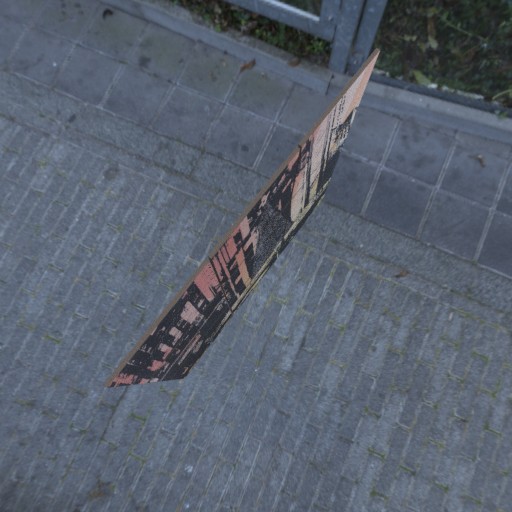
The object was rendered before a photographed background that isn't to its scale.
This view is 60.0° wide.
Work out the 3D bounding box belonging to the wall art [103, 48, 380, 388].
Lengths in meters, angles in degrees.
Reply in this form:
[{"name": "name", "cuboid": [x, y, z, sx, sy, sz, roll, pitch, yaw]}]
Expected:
[{"name": "wall art", "cuboid": [0.000, 0.000, 1.790, 0.013, 1.216, 1.216, 36, 78, 9]}]
